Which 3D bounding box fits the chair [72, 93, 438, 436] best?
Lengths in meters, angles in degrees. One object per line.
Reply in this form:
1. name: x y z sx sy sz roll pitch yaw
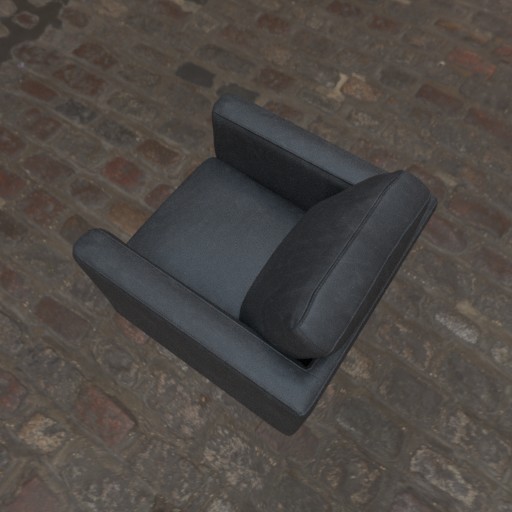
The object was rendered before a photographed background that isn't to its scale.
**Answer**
1. chair: 0.000 0.000 1.578 0.879 0.898 0.831 32 68 15
